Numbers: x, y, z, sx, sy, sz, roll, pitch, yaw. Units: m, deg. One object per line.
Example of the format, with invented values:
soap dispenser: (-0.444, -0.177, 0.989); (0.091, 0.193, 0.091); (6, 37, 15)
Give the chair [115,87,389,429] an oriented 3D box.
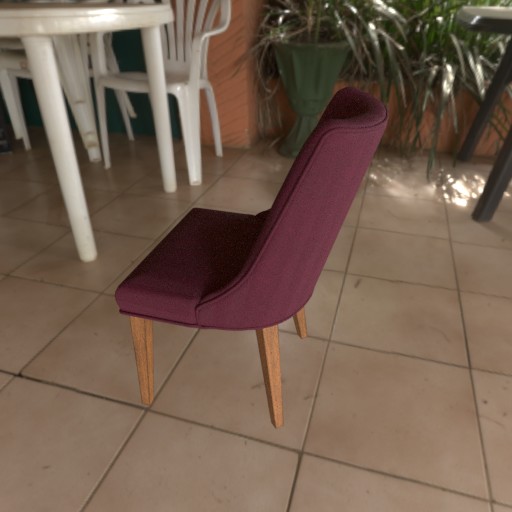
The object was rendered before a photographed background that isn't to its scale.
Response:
chair: (0.000, 0.000, 1.322); (0.638, 0.916, 0.548); (8, 32, 13)
